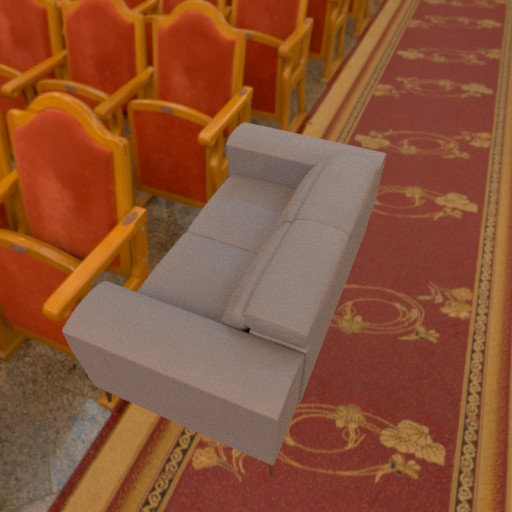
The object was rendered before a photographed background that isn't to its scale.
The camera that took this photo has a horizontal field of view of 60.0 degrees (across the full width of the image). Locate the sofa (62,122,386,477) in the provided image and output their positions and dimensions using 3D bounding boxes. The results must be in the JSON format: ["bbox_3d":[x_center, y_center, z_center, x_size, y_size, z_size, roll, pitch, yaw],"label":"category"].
[{"bbox_3d":[0.000,0.000,2.478,1.003,0.779,1.895,17,48,16],"label":"sofa"}]
